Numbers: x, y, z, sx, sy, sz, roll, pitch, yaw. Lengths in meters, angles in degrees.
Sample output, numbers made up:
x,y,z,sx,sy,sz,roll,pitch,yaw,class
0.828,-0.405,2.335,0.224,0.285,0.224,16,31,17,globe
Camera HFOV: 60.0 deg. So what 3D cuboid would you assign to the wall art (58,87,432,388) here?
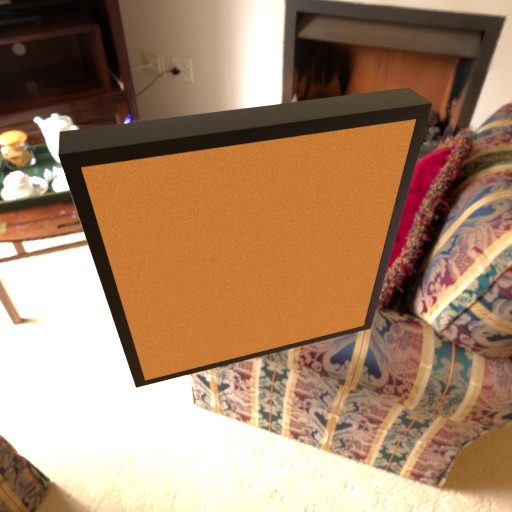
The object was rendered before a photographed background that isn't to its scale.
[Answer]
x,y,z,sx,sy,sz,roll,pitch,yaw,class
0.000,0.000,0.454,0.299,0.299,0.037,-11,43,-12,wall art
